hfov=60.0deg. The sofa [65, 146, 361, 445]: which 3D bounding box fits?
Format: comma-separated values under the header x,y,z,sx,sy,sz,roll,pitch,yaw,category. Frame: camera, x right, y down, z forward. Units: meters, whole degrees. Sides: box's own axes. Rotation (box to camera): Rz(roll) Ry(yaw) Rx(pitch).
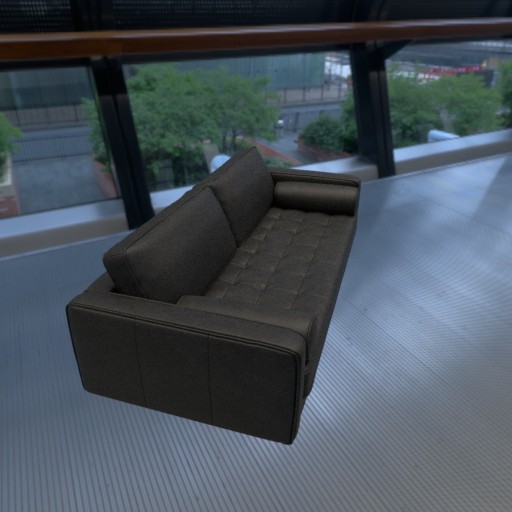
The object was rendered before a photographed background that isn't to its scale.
x,y,z,sx,sy,sz,roll,pitch,yaw,category
0.000,0.000,2.364,0.921,0.770,1.879,9,29,16,sofa
